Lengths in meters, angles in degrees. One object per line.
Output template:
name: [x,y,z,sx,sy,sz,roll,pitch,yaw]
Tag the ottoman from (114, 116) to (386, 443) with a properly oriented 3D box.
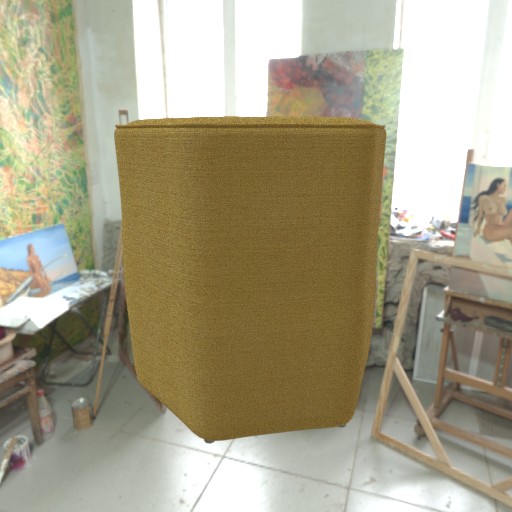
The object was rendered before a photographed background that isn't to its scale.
ottoman: [0.000,0.000,0.852,0.494,0.502,0.443,-3,16,-10]
